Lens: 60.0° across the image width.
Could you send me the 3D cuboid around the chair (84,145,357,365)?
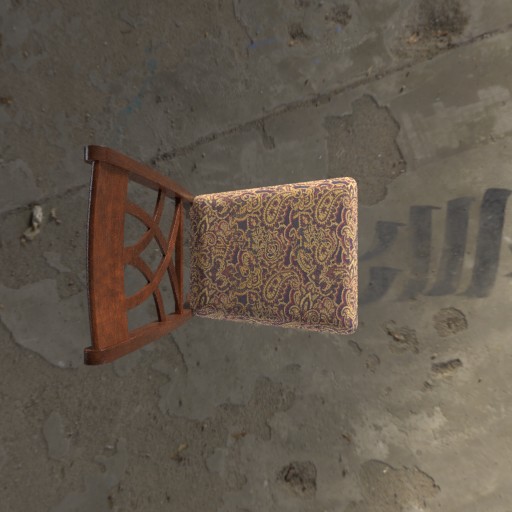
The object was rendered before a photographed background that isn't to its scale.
[{"bbox_3d":[0.000,0.000,1.250,0.584,0.965,0.457,0,90,2],"label":"chair"}]
